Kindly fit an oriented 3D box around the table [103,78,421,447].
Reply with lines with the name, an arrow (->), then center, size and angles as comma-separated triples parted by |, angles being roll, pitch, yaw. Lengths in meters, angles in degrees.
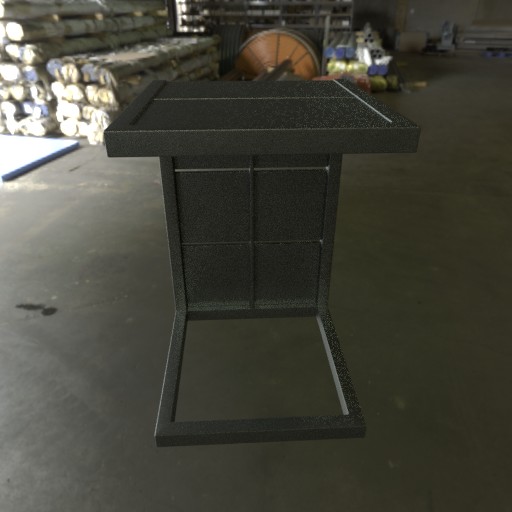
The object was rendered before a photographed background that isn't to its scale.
table -> 0.000, 0.000, 0.893 | 0.405, 0.609, 0.420 | -2, 30, -3
